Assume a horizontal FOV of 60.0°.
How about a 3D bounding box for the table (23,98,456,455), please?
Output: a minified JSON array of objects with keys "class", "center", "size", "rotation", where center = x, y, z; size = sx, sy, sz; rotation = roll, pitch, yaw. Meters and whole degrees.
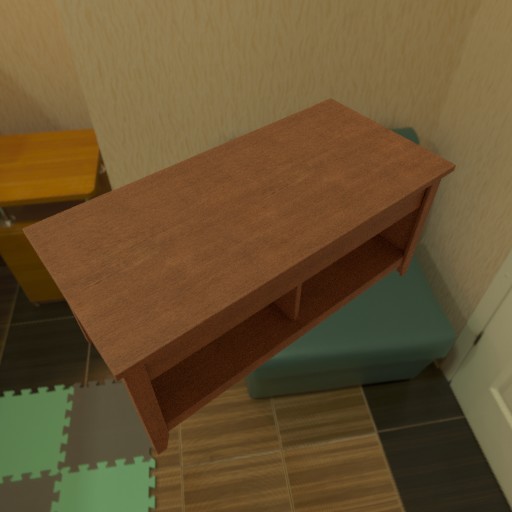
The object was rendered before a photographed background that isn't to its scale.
[{"class":"table","center":[0.000,0.000,1.291],"size":[1.016,0.457,0.483],"rotation":[-30,54,-25]}]
